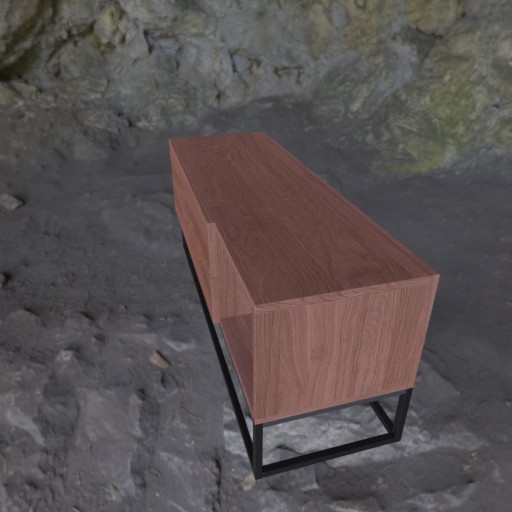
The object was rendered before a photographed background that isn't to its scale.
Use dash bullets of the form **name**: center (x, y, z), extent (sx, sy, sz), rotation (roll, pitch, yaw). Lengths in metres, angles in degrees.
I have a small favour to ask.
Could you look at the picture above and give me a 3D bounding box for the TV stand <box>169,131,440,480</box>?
- **TV stand**: center (0.000, 0.000, 1.451), extent (0.415, 0.500, 1.200), rotation (-8, 30, -14)
